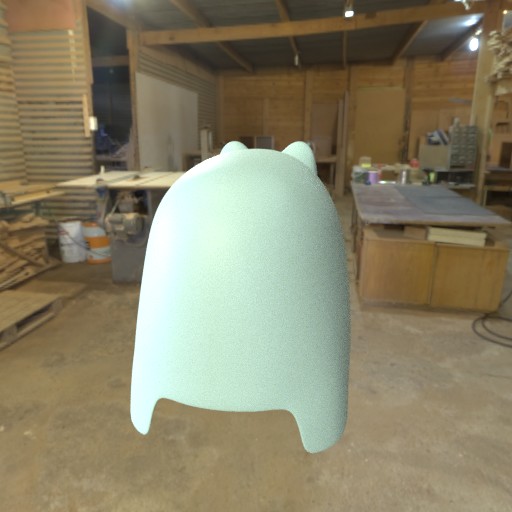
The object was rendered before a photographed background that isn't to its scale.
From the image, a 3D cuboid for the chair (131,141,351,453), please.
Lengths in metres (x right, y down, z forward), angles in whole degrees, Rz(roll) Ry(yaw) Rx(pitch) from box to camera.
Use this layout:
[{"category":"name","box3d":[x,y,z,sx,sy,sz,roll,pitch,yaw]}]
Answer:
[{"category":"chair","box3d":[0.000,0.000,0.855,0.364,0.423,0.619,2,16,9]}]
